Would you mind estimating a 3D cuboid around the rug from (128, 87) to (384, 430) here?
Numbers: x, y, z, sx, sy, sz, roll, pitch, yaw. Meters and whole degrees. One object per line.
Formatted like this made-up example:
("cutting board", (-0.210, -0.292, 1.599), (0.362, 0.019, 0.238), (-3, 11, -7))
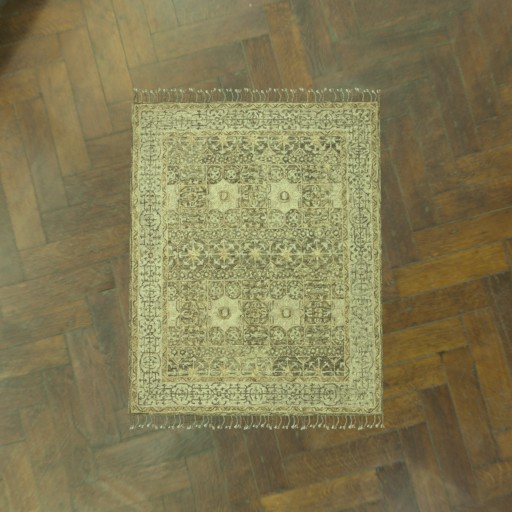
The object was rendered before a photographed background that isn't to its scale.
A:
("rug", (0.000, 0.000, 4.265), (2.431, 0.017, 3.291), (0, 88, 0))
